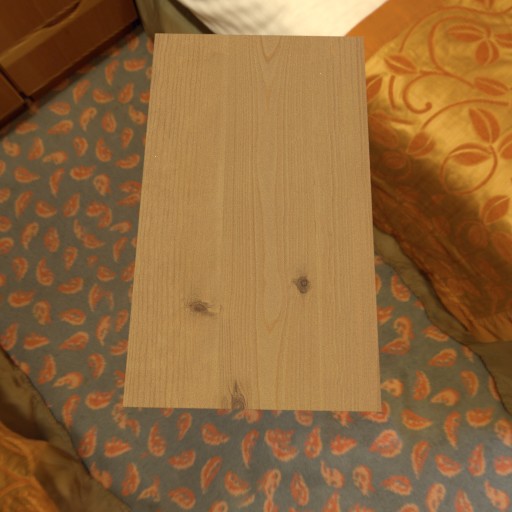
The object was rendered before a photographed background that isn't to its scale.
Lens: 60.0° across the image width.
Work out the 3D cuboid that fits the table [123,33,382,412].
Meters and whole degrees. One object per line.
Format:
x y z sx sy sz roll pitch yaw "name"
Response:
0.000 0.000 0.998 0.351 0.673 0.597 1 76 0 "table"
